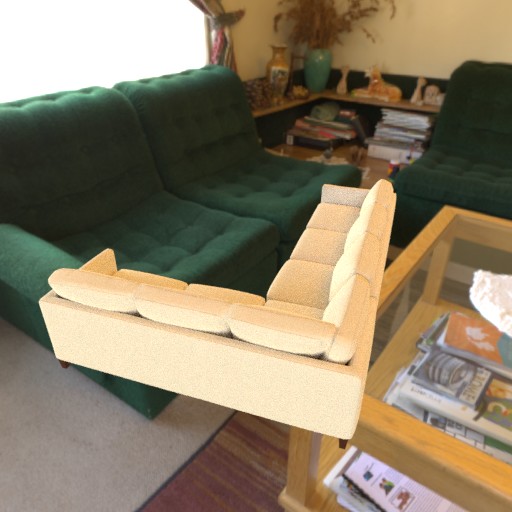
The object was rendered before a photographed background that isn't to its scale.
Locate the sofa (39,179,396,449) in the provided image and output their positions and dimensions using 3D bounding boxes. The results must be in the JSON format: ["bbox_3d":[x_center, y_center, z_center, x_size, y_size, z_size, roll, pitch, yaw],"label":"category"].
[{"bbox_3d":[0.000,0.000,4.604,2.593,0.947,3.302,10,32,16],"label":"sofa"}]
